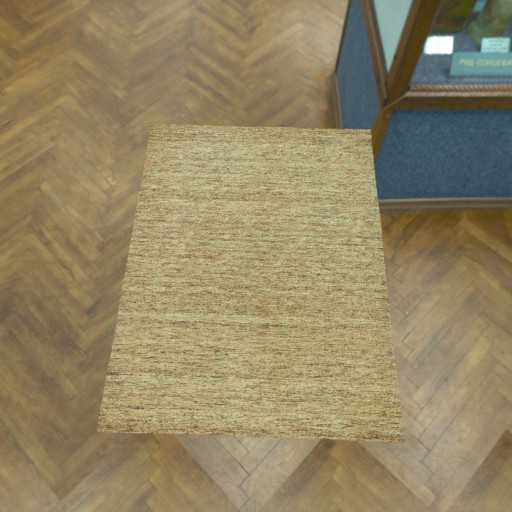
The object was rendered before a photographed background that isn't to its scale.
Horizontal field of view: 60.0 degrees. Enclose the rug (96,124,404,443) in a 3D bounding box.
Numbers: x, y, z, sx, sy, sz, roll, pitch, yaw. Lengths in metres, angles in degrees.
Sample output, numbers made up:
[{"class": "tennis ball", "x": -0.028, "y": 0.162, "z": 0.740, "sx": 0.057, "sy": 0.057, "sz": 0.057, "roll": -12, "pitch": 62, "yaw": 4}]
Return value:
[{"class": "rug", "x": 0.000, "y": 0.000, "z": 4.211, "sx": 2.438, "sy": 0.012, "sz": 3.200, "roll": 2, "pitch": 64, "yaw": 1}]
